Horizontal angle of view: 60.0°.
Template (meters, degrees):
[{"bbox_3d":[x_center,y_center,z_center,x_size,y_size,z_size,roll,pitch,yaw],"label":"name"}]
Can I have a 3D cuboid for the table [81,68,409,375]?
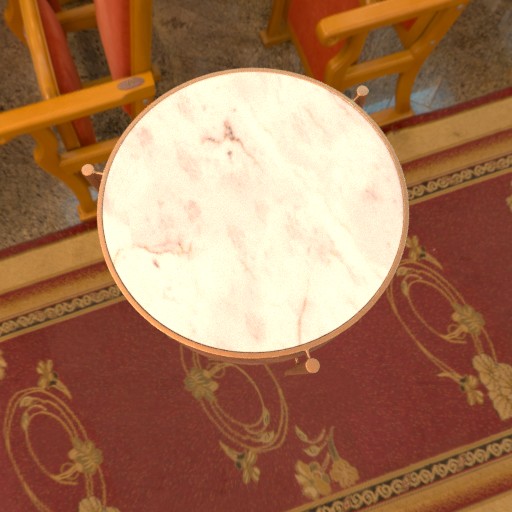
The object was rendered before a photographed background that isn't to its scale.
[{"bbox_3d":[0.000,0.000,0.831,0.430,0.493,0.456,-17,75,-5],"label":"table"}]
